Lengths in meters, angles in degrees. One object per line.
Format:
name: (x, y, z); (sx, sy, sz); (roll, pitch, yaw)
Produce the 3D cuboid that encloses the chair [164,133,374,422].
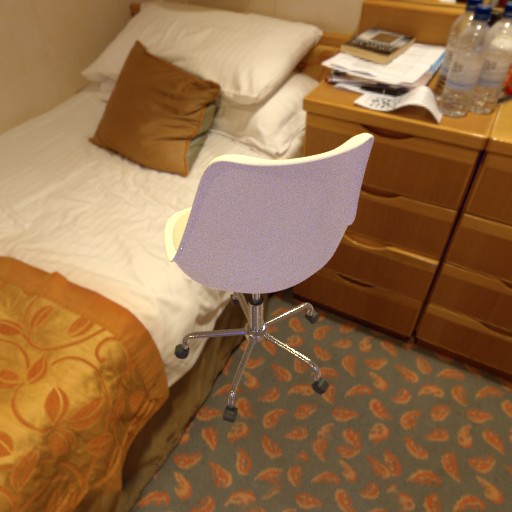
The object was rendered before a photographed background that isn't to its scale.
chair: (0.000, 0.000, 1.248); (0.550, 0.930, 0.550); (-12, 43, -13)
